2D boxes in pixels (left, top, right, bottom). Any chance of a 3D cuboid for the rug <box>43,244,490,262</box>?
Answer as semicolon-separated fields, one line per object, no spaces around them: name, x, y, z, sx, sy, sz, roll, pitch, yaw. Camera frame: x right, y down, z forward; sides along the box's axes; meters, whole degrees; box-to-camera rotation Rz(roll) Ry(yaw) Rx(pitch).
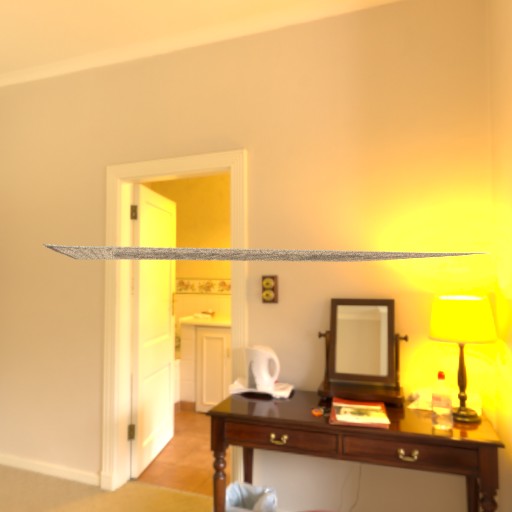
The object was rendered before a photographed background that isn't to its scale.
rug;0.000;0.000;2.272;1.828;0.019;1.209;1;-3;-18
